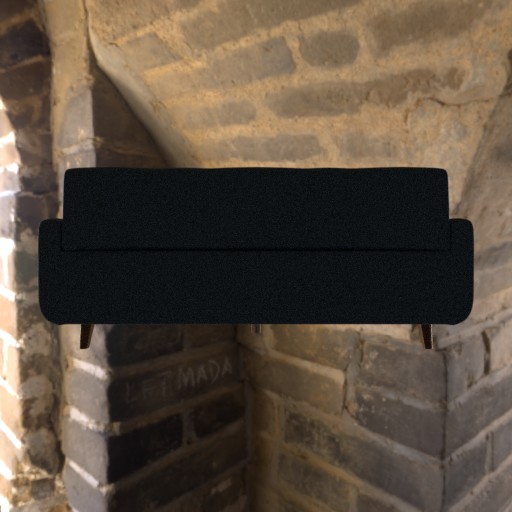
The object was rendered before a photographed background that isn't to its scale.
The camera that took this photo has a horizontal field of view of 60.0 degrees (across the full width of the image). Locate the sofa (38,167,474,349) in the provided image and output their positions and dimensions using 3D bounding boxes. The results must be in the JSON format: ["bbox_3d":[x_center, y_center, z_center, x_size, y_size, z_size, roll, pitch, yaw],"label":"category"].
[{"bbox_3d":[0.000,0.000,2.536,2.055,0.884,0.942,0,1,0],"label":"sofa"}]
